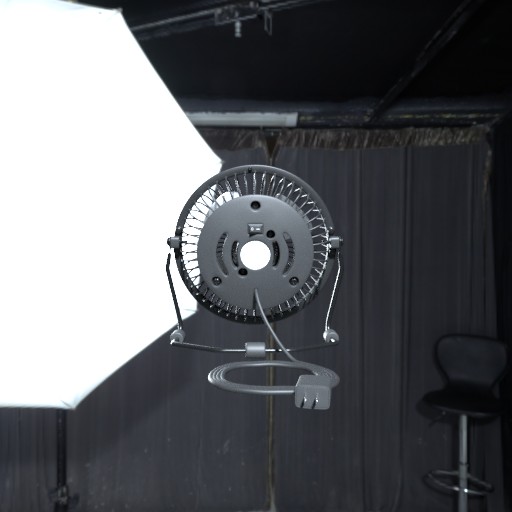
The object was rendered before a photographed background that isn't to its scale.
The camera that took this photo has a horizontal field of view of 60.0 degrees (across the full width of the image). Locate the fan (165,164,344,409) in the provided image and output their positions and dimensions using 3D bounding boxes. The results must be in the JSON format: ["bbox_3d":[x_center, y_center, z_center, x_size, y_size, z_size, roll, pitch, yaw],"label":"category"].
[{"bbox_3d":[0.000,0.000,0.309,0.153,0.152,0.202,0,-1,-1],"label":"fan"}]
